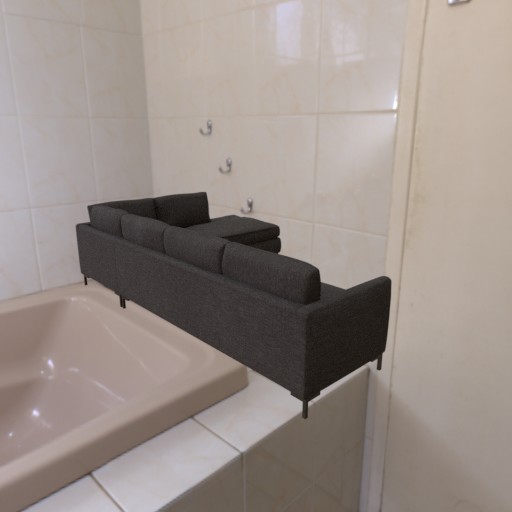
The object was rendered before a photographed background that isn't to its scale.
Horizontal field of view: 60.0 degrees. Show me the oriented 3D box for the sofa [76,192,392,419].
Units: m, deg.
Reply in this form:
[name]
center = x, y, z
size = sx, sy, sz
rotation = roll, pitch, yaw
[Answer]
[sofa]
center = 0.000, 0.000, 3.885
size = 2.007, 0.815, 2.949
rotation = -14, 21, -41
